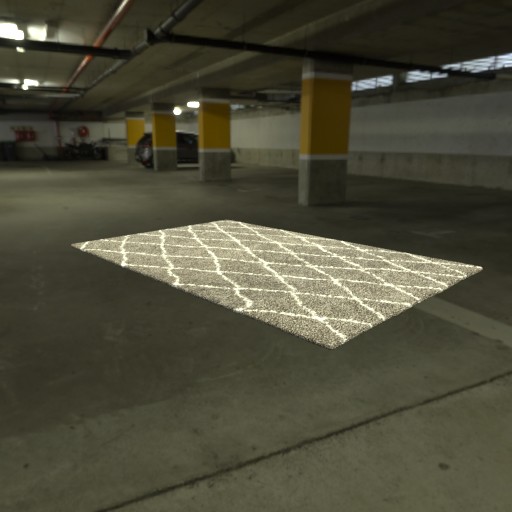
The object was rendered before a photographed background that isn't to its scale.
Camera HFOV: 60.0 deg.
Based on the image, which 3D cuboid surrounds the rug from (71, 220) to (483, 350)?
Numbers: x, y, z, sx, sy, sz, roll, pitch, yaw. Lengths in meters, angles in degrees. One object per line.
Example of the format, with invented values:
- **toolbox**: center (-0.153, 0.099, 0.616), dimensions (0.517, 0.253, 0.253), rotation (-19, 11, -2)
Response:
- **rug**: center (0.000, 0.000, 3.453), dimensions (1.778, 0.030, 2.743), rotation (-14, 20, -43)
